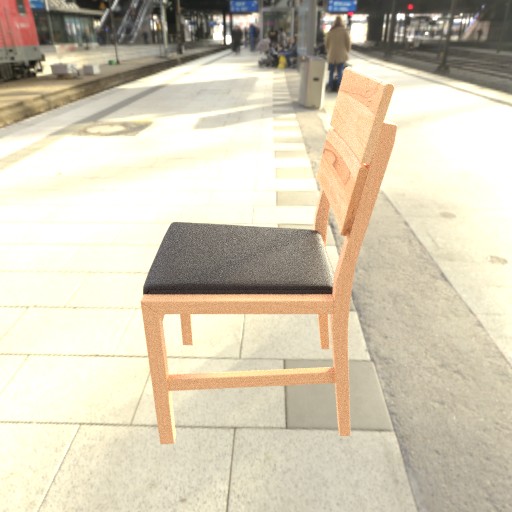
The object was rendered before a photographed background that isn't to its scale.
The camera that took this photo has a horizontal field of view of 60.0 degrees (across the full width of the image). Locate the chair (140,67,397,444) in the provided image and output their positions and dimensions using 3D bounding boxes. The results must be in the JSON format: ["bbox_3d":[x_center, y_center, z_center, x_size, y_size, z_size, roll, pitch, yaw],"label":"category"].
[{"bbox_3d":[0.000,0.000,1.247,0.560,0.950,0.475,0,27,0],"label":"chair"}]
